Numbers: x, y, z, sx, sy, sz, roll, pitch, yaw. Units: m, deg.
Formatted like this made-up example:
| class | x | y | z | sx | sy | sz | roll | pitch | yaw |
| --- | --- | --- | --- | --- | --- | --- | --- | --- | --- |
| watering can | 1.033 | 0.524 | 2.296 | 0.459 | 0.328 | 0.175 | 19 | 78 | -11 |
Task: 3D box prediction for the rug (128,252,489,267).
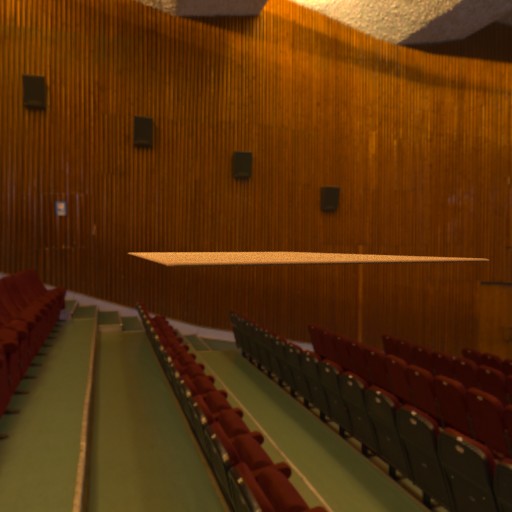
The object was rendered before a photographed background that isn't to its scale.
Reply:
| class | x | y | z | sx | sy | sz | roll | pitch | yaw |
| --- | --- | --- | --- | --- | --- | --- | --- | --- | --- |
| rug | 0.000 | 0.000 | 2.071 | 1.061 | 0.012 | 1.668 | 0 | 1 | -20 |
